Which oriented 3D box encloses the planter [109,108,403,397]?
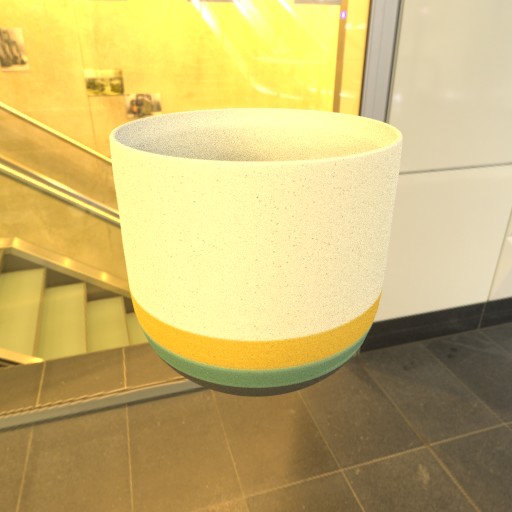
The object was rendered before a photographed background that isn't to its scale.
[{"bbox_3d":[0.000,0.000,0.477,0.268,0.270,0.268,0,26,0],"label":"planter"}]
